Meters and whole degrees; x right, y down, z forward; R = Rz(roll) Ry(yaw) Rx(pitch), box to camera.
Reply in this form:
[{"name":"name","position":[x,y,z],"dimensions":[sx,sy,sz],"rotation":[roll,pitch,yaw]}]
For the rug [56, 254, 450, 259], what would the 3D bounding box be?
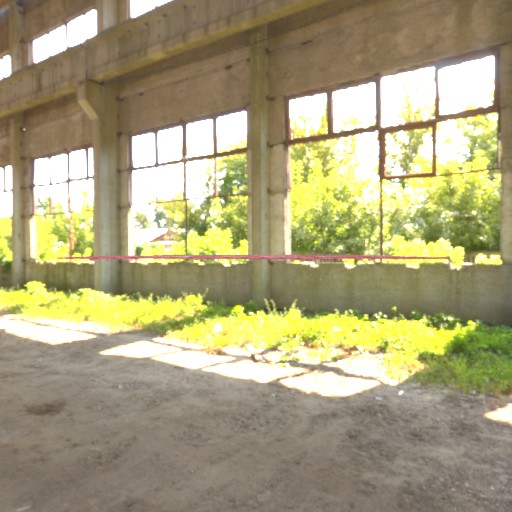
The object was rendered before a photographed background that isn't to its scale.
[{"name":"rug","position":[0.000,0.000,4.330],"dimensions":[2.389,0.011,3.306],"rotation":[0,0,1]}]
